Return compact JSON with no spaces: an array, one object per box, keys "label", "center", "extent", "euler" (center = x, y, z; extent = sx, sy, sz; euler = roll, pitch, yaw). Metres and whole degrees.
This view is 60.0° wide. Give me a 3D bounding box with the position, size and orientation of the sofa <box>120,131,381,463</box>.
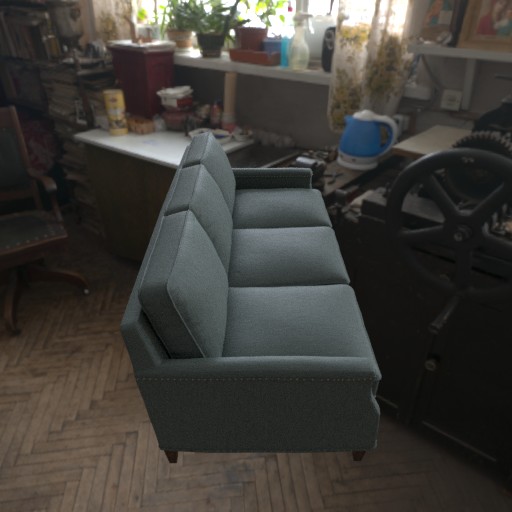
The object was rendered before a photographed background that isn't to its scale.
[{"label":"sofa","center":[0.000,0.000,2.768],"extent":[1.084,1.003,2.246],"euler":[0,32,-1]}]
